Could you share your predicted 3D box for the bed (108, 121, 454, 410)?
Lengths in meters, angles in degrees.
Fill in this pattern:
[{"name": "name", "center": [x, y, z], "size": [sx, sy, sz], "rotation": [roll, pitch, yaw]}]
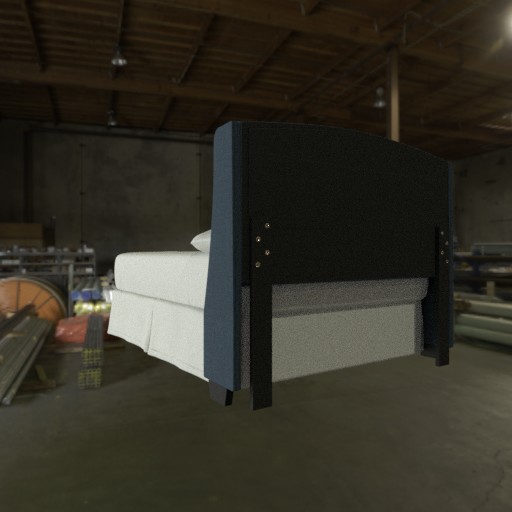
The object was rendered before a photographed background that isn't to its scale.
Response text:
[{"name": "bed", "center": [0.000, 0.000, 3.384], "size": [1.710, 1.407, 2.237], "rotation": [0, 0, -34]}]
